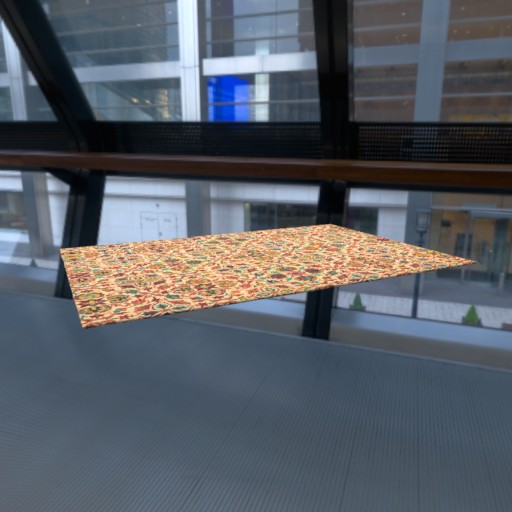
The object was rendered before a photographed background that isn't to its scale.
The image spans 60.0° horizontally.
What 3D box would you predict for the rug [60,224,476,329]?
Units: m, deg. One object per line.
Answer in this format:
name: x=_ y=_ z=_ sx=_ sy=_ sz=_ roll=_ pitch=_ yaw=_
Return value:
rug: x=0.000 y=0.000 z=2.334 sx=1.838 sy=0.013 sz=1.226 roll=-7 pitch=15 yaw=-26
